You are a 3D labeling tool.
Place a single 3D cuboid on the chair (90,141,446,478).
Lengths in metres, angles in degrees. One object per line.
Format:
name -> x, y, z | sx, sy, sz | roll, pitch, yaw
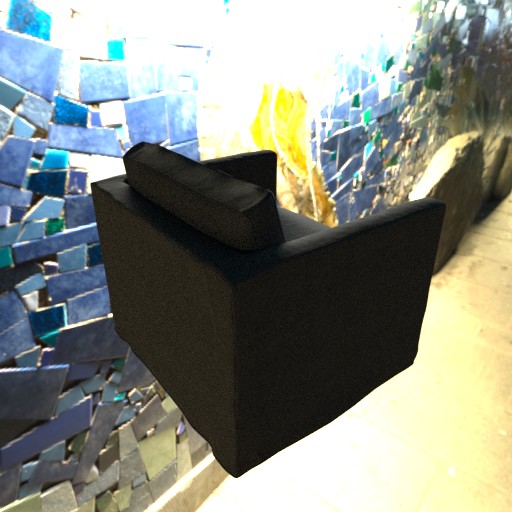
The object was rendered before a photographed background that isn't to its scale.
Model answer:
chair -> 0.000, 0.000, 1.784 | 0.949, 0.863, 1.057 | -18, 32, -33
